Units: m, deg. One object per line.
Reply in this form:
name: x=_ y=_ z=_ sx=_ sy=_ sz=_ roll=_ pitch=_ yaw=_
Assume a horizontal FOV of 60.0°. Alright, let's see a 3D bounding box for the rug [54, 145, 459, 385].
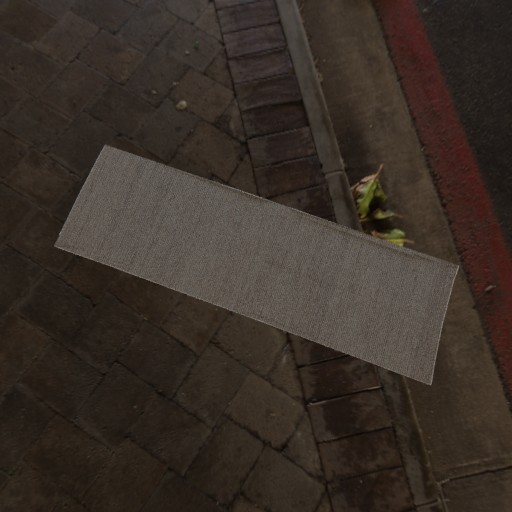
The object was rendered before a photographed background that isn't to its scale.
rug: x=0.000 y=0.000 z=2.712 sx=2.390 sy=0.014 sz=0.741 roll=20 pitch=76 yaw=5
